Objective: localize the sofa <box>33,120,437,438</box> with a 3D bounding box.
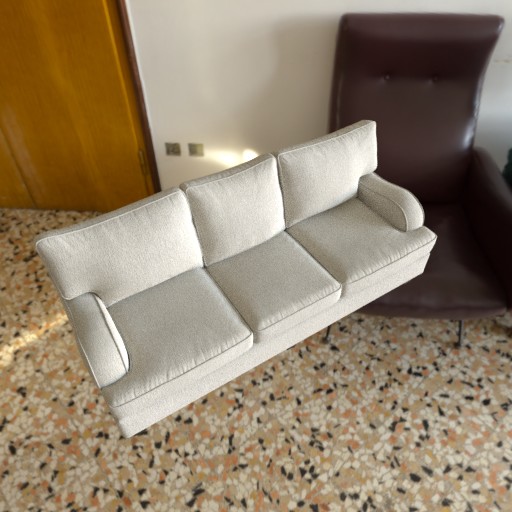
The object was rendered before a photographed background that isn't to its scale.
[{"bbox_3d":[0.000,0.000,2.835,2.323,0.991,1.016,-24,51,-22],"label":"sofa"}]
